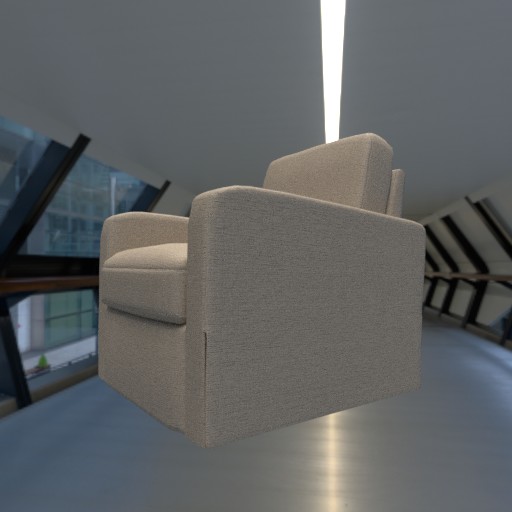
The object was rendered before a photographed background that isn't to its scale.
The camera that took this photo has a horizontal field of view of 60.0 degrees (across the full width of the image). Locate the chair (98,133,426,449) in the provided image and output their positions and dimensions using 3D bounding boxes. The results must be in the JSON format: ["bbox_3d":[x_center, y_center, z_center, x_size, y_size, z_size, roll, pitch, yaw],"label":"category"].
[{"bbox_3d":[0.000,0.000,1.474,0.888,0.827,0.755,1,-1,-36],"label":"chair"}]
